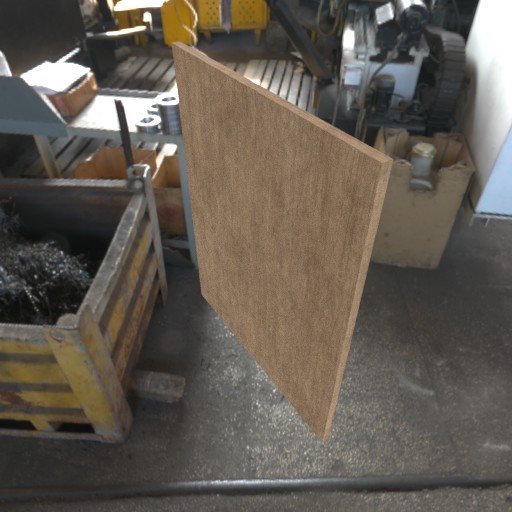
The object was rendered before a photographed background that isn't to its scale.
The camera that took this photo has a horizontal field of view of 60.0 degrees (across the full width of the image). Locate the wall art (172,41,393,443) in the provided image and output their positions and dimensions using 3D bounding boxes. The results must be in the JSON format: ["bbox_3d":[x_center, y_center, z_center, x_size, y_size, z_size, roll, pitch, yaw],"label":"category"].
[{"bbox_3d":[0.000,0.000,0.899,0.018,0.686,0.534,-25,47,-25],"label":"wall art"}]
